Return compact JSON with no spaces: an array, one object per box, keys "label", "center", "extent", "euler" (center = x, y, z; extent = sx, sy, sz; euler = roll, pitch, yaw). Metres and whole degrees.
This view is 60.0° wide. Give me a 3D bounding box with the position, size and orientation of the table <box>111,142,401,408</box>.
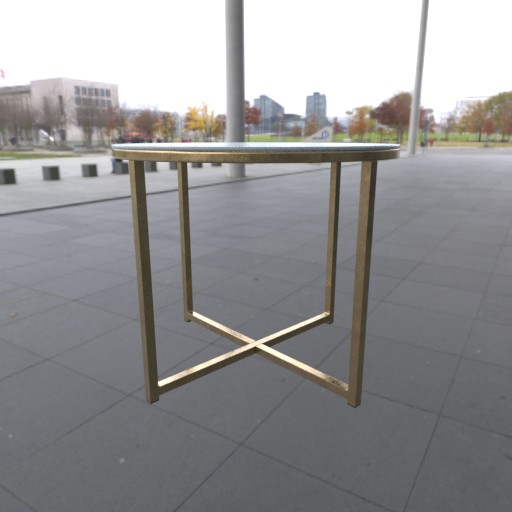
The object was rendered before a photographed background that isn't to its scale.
[{"label":"table","center":[0.000,0.000,0.857],"extent":[0.500,0.420,0.500],"euler":[0,15,0]}]
